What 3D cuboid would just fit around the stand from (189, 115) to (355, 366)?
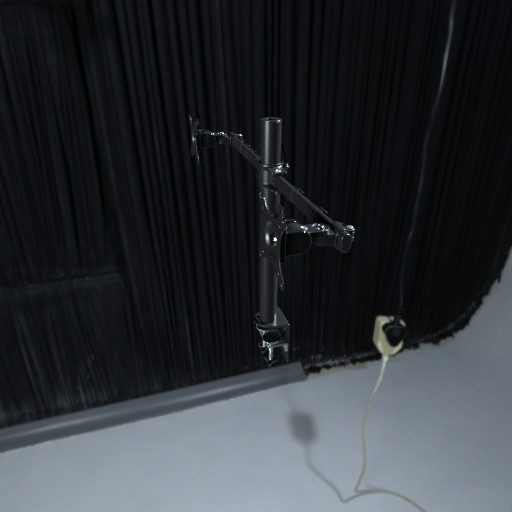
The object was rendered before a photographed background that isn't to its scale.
[{"bbox_3d":[0.000,0.000,1.010,0.150,0.603,0.743,-8,29,-15],"label":"stand"}]
